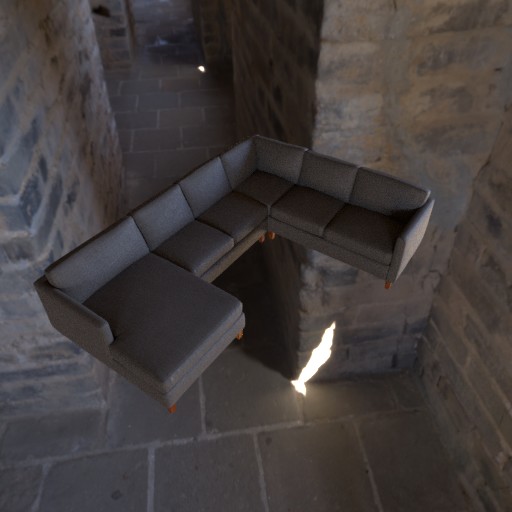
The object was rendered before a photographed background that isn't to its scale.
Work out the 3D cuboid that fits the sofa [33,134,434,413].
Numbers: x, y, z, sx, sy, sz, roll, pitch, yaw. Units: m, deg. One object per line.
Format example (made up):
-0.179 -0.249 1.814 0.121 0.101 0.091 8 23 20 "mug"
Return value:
0.000 0.000 4.666 2.594 0.961 3.460 25 47 25 "sofa"
